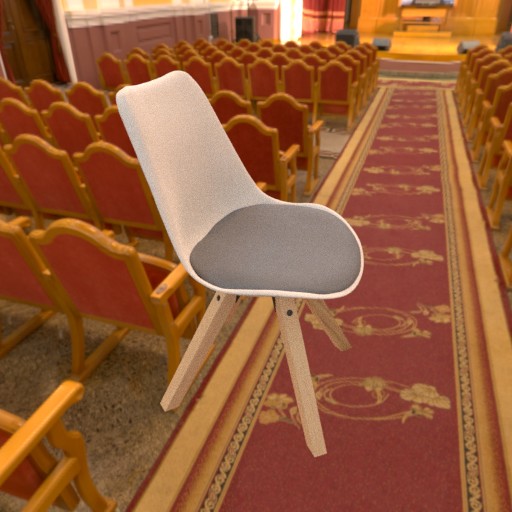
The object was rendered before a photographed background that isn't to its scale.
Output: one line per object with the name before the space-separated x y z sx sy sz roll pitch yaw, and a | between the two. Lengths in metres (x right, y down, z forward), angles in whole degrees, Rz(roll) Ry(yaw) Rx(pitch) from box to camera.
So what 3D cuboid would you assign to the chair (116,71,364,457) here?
chair | 0.000 0.000 1.162 0.550 0.850 0.485 10 33 16
